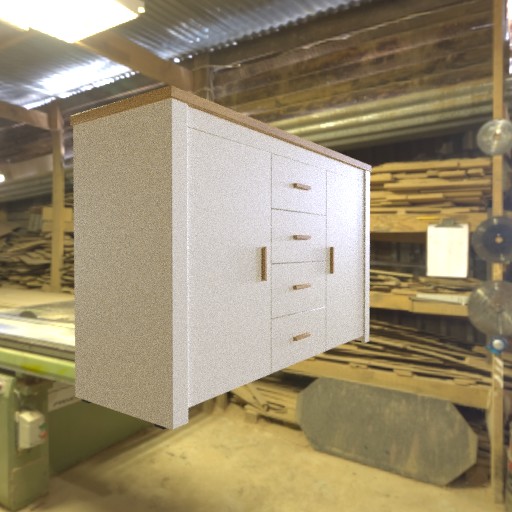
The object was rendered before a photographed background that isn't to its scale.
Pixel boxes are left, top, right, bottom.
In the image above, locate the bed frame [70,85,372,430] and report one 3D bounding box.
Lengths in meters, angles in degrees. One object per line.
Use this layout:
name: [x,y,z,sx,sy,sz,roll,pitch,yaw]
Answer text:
bed frame: [0.000,0.000,1.730,0.430,0.850,1.300,1,1,36]
